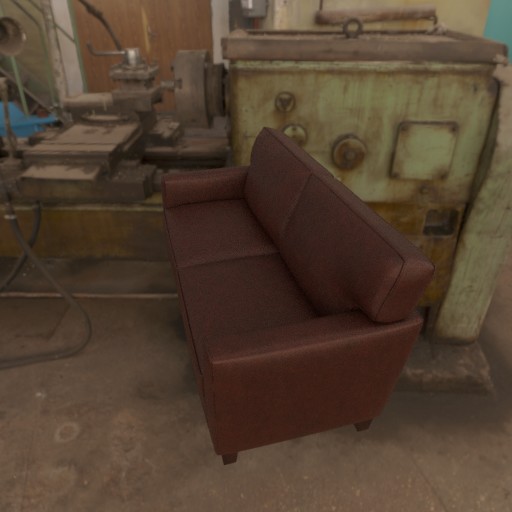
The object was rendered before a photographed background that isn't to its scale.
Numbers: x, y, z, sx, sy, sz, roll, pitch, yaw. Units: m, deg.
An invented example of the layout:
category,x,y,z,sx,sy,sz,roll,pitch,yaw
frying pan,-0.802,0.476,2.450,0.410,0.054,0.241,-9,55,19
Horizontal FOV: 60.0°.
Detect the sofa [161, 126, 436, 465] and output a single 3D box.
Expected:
category,x,y,z,sx,sy,sz,roll,pitch,yaw
sofa,0.000,0.000,2.435,0.912,0.928,1.876,-8,32,-13
